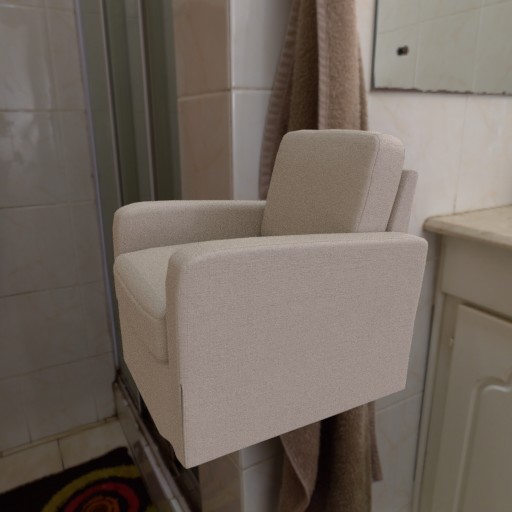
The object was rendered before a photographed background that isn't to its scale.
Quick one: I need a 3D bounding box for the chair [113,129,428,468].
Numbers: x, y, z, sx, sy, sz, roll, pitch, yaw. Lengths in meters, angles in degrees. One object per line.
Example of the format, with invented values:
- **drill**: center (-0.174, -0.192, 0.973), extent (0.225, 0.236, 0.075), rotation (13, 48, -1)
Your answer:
- **chair**: center (0.000, 0.000, 1.511), extent (0.888, 0.827, 0.755), rotation (-9, 19, -27)
